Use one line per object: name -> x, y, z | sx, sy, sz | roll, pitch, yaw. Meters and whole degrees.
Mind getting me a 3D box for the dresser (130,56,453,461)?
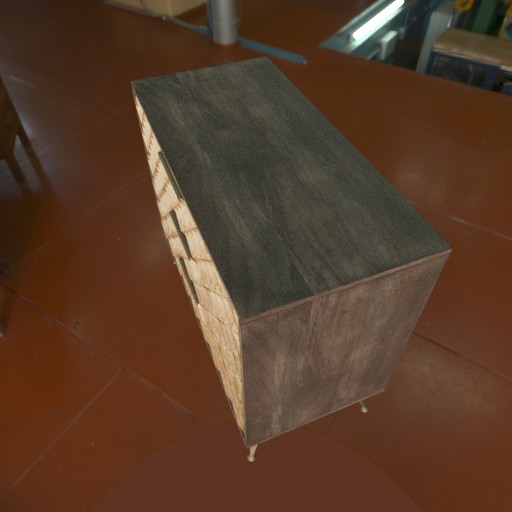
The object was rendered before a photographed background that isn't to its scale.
dresser -> 0.000, 0.000, 1.392 | 0.453, 0.801, 0.923 | -17, 50, -15
